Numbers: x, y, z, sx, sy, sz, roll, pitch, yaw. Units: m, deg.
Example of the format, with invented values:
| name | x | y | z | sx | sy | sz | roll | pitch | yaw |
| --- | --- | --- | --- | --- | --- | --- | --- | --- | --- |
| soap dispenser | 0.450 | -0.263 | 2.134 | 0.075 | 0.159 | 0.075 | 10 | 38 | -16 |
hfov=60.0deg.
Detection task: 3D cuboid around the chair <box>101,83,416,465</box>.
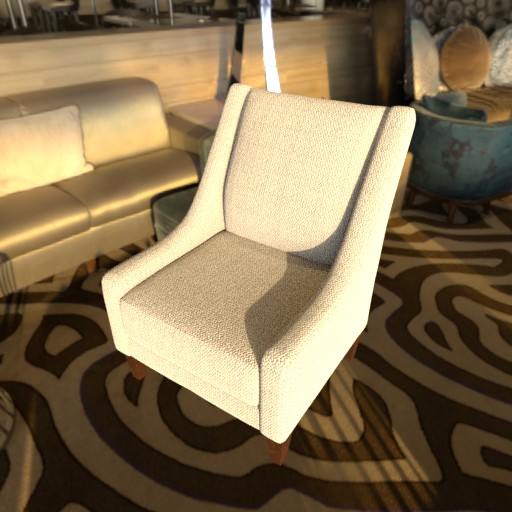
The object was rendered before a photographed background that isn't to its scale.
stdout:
| name | x | y | z | sx | sy | sz | roll | pitch | yaw |
| --- | --- | --- | --- | --- | --- | --- | --- | --- | --- |
| chair | 0.000 | 0.000 | 1.636 | 0.774 | 1.014 | 0.870 | 20 | 37 | 28 |
